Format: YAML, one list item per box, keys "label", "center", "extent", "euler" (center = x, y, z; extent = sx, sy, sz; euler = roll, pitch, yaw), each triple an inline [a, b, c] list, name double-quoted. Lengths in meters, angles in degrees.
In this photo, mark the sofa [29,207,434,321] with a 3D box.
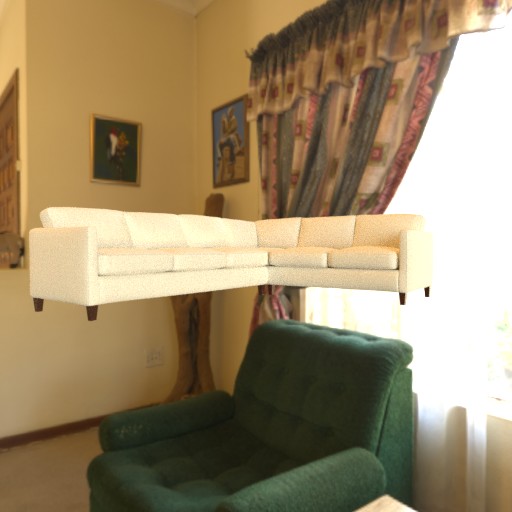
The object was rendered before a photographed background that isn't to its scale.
- label: "sofa"
  center: [0.000, 0.000, 4.403]
  extent: [2.593, 0.947, 3.302]
  euler: [1, 1, 37]
